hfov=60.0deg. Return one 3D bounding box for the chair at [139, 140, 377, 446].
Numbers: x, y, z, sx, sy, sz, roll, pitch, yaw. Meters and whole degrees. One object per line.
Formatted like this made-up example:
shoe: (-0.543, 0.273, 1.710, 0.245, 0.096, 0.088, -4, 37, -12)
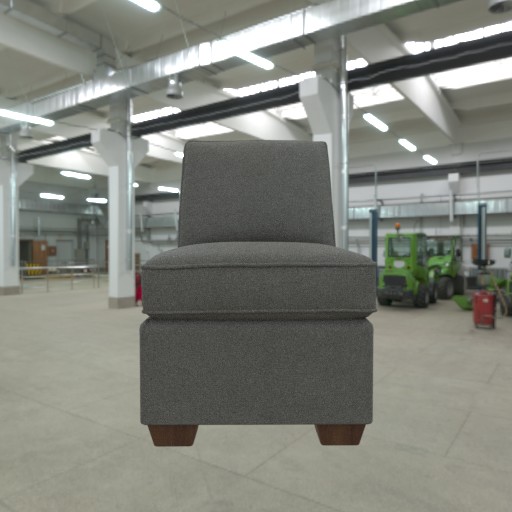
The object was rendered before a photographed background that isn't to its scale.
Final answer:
chair: (0.000, 0.000, 1.553, 0.621, 0.970, 0.938, 0, 1, 0)
